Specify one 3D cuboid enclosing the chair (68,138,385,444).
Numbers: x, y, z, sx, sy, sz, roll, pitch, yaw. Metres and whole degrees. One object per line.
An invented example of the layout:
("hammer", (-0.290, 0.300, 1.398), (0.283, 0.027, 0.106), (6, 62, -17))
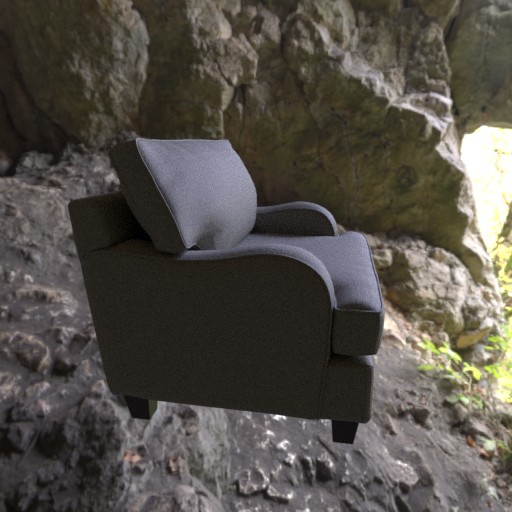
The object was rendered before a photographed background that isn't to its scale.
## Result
("chair", (0.000, 0.000, 1.986), (1.040, 1.016, 1.220), (3, 15, 10))
